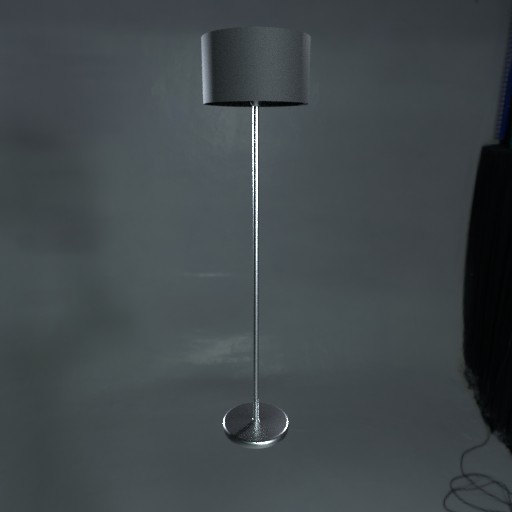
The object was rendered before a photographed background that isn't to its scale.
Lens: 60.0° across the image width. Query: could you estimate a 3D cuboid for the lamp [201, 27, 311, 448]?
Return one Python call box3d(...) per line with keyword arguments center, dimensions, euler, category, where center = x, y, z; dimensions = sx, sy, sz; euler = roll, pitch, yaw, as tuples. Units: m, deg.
box3d(center=(0.000, 0.000, 1.615), dimensions=(0.348, 1.443, 0.348), euler=(-2, 16, -7), category="lamp")
